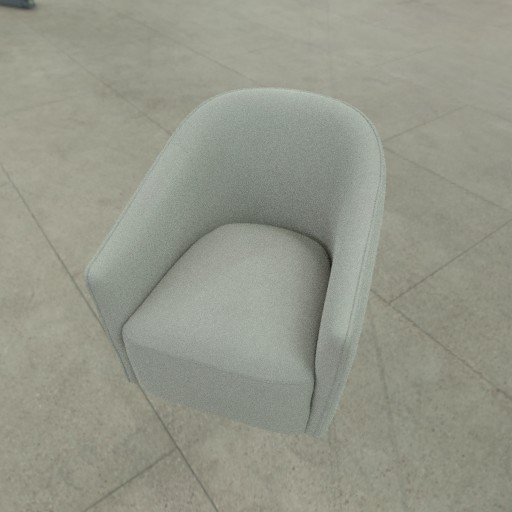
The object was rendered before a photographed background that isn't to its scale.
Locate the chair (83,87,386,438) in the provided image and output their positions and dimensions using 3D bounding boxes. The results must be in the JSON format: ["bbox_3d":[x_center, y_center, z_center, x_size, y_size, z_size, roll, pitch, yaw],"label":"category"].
[{"bbox_3d":[0.000,0.000,1.470,0.747,0.799,0.875,12,44,13],"label":"chair"}]
